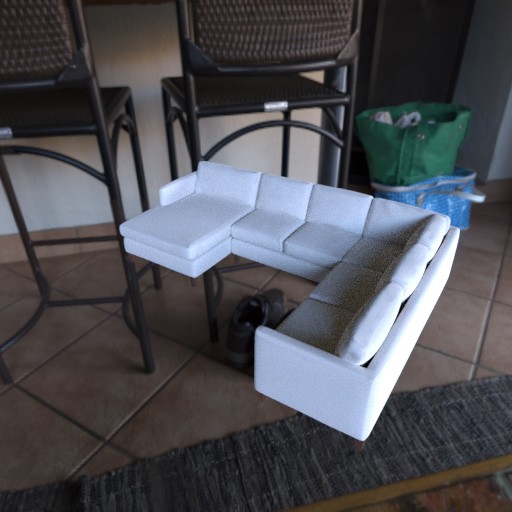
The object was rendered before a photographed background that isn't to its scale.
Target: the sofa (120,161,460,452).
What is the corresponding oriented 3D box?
[{"bbox_3d":[0.000,0.000,4.615,3.459,0.956,2.593,18,35,28],"label":"sofa"}]
